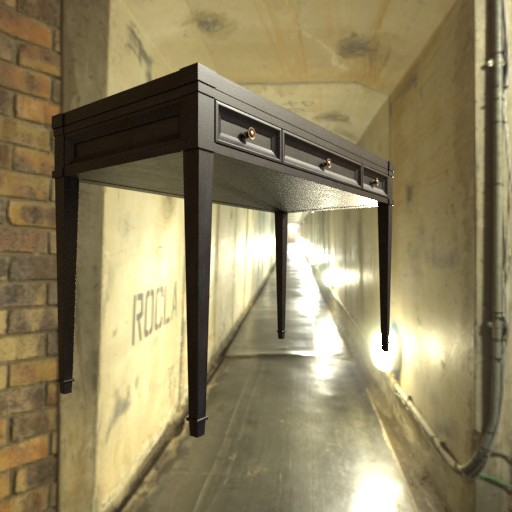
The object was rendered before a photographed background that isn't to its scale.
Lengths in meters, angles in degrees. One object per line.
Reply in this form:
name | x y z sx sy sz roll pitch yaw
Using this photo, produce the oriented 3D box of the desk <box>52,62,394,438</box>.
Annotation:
desk | 0.000 0.000 1.704 0.630 0.861 1.289 -1 -1 37
